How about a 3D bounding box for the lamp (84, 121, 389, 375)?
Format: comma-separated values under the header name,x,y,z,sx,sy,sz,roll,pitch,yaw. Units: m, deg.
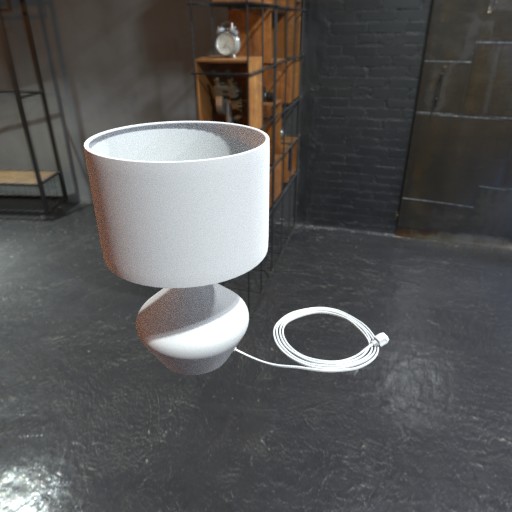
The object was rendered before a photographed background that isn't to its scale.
name,x,y,z,sx,sy,sz,roll,pitch,yaw
lamp,0.000,0.000,0.859,0.546,0.457,0.401,8,29,16
